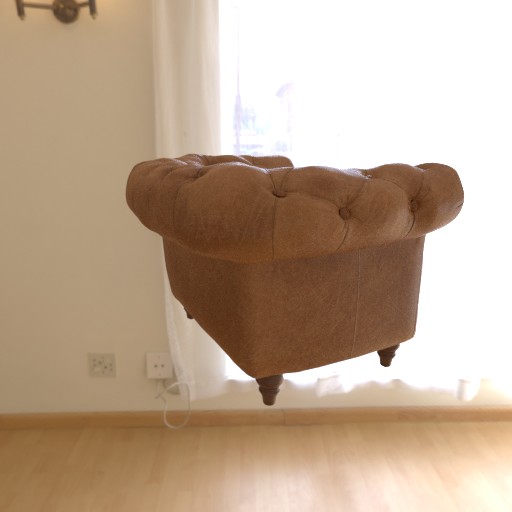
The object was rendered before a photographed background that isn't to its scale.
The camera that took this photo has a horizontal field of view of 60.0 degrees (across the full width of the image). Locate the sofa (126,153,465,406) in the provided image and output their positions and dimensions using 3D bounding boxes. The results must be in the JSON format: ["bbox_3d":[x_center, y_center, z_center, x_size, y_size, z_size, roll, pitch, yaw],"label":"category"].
[{"bbox_3d":[0.000,0.000,2.007,1.033,0.878,1.405,-7,16,-26],"label":"sofa"}]
